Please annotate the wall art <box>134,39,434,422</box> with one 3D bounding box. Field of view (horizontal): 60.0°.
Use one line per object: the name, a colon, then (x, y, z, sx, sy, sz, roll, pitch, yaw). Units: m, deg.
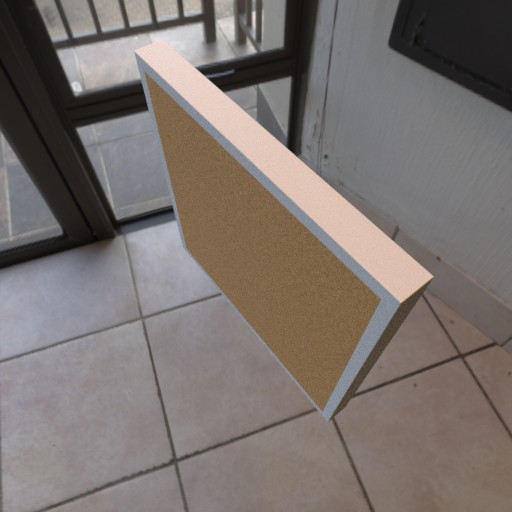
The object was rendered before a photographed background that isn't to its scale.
wall art: (0.000, 0.000, 0.598, 0.038, 0.406, 0.406, -33, 63, -19)
